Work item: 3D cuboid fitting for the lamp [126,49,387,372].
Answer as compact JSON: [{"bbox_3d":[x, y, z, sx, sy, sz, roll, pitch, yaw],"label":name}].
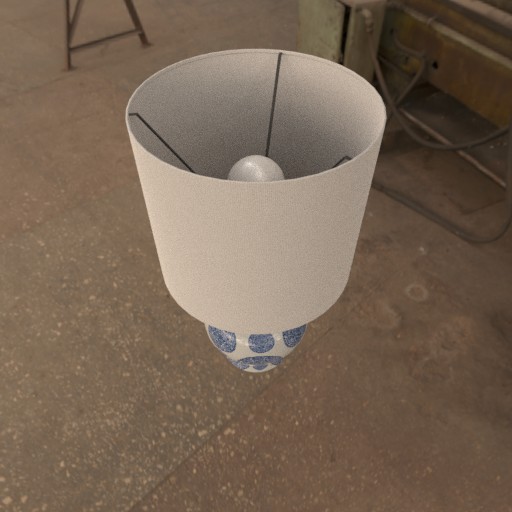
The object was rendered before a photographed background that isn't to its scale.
[{"bbox_3d":[0.000,0.000,0.512,0.215,0.381,0.215,-33,56,-26],"label":"lamp"}]
